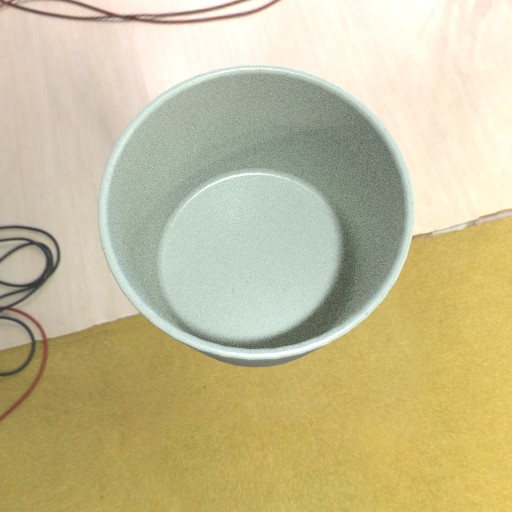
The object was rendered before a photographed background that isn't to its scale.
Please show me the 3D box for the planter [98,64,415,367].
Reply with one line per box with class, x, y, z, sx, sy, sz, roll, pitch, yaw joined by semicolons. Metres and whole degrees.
planter;0.000;0.000;0.395;0.192;0.263;0.192;0;74;0
